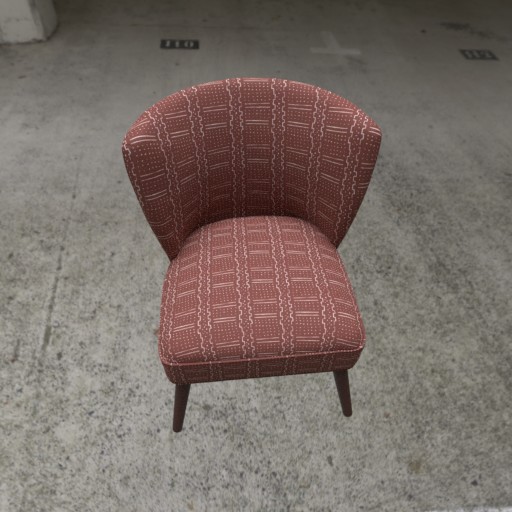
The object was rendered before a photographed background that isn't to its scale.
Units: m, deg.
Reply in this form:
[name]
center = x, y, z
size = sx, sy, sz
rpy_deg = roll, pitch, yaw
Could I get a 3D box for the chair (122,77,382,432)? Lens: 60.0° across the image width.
[chair]
center = 0.000, 0.000, 1.443
size = 0.706, 0.866, 0.758
rpy_deg = -4, 46, -4
